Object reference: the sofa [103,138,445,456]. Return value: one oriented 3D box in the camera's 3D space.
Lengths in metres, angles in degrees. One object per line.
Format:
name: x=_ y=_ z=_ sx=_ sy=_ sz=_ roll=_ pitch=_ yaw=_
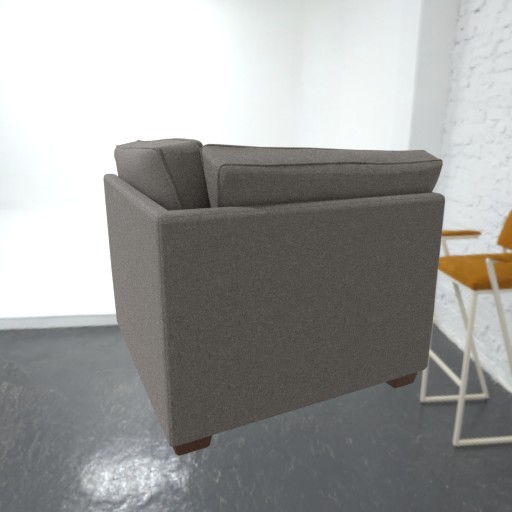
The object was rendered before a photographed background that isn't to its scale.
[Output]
sofa: x=0.000 y=0.000 z=1.852 sx=1.050 sy=0.951 sz=1.042 roll=-7 pitch=16 yaw=-25
